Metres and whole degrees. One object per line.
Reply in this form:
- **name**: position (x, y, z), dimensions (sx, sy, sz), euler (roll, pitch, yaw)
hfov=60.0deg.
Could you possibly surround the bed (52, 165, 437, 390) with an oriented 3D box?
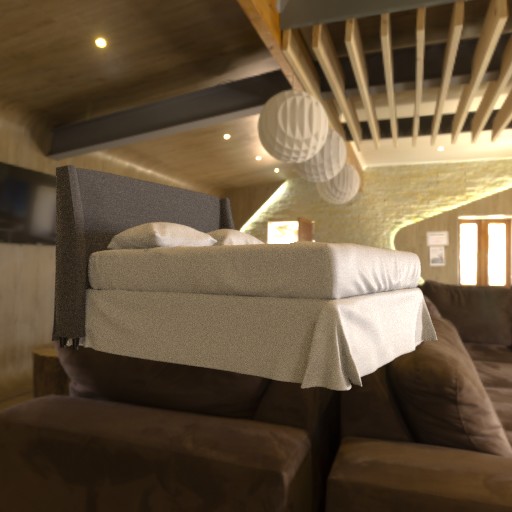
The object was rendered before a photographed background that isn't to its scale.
- **bed**: position (0.000, 0.000, 3.359), dimensions (2.276, 1.332, 1.925), euler (-1, -2, 34)
